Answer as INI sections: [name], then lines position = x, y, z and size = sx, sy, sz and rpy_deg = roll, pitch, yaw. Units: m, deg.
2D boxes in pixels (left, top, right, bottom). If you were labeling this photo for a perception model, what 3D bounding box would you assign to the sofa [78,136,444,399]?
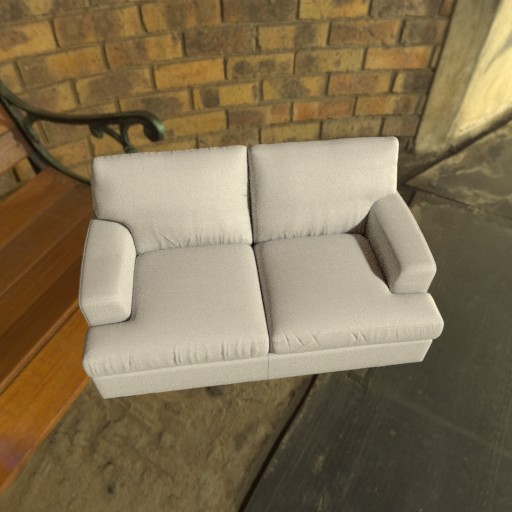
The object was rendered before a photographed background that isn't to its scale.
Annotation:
[sofa]
position = 0.000, 0.000, 2.518
size = 1.880, 0.940, 1.143
rpy_deg = -5, 46, -5
